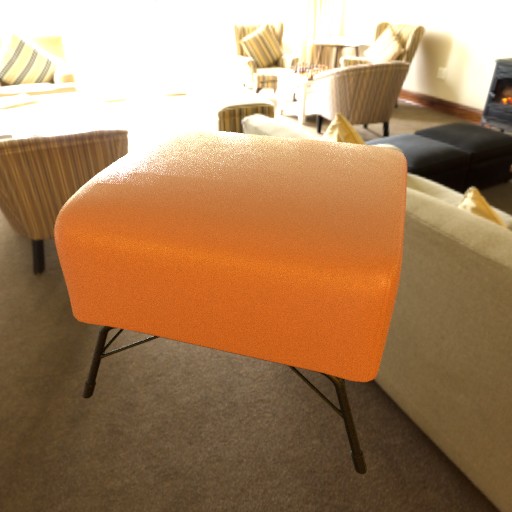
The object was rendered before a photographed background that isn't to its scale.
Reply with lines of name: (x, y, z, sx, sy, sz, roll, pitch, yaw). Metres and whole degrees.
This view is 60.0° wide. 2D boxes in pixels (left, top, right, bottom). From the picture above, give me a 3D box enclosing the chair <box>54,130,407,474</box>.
chair: (0.000, 0.000, 0.878, 0.530, 0.410, 0.530, 9, 33, 15)
